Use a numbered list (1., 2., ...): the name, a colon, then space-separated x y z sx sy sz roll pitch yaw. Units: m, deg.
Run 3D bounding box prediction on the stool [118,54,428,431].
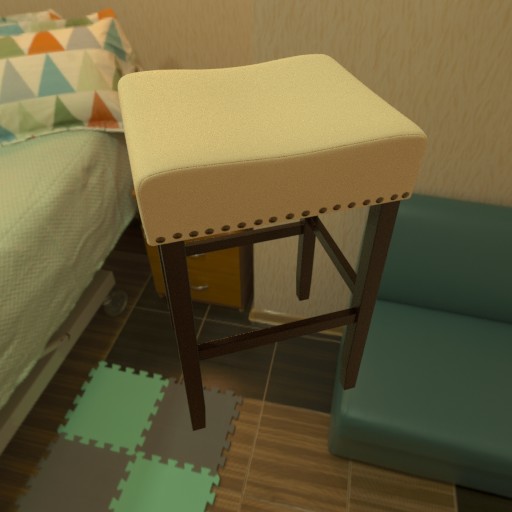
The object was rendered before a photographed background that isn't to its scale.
1. stool: 0.000 0.000 1.040 0.471 0.762 0.401 -11 43 -12
